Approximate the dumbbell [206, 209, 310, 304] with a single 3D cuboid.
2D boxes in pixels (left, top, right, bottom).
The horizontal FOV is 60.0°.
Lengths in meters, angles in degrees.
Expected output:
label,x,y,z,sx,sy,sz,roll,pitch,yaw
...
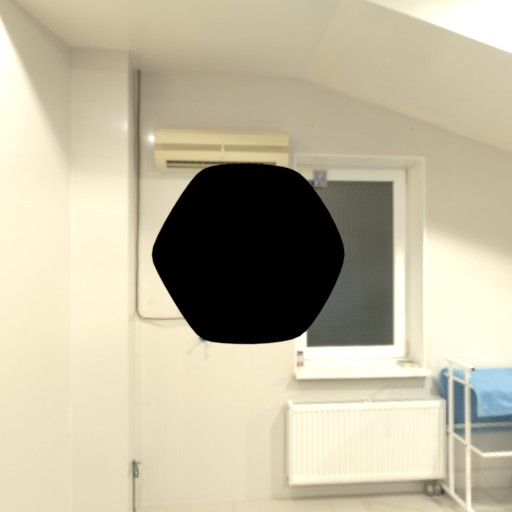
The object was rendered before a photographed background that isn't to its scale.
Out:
label,x,y,z,sx,sy,sz,roll,pitch,yaw
dumbbell,0.000,0.000,0.148,0.047,0.043,0.123,0,0,1
